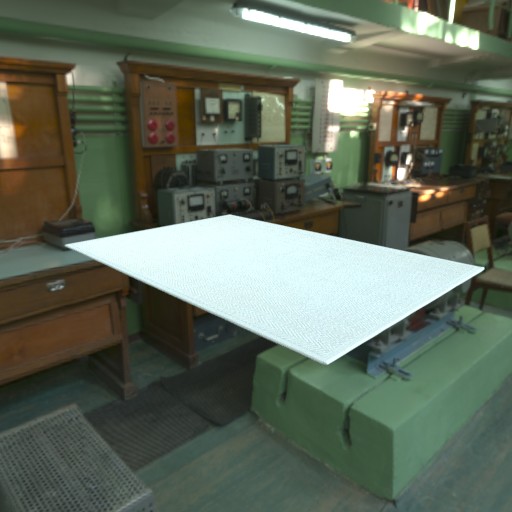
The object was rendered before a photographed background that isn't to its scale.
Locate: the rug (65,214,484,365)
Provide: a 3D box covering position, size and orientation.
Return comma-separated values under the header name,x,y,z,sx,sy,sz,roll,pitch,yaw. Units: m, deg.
name,x,y,z,sx,sy,sz,roll,pitch,yaw
rug,0.000,0.000,2.828,1.532,0.017,2.244,-16,23,-42
